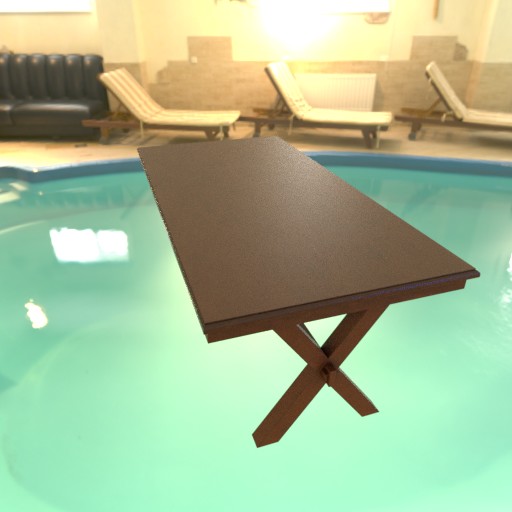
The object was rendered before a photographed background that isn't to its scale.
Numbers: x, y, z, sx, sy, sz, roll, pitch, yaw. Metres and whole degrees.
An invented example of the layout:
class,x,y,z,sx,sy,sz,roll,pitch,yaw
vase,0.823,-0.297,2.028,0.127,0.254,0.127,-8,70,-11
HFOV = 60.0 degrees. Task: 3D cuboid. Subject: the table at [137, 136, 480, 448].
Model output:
class,x,y,z,sx,sy,sz,roll,pitch,yaw
table,0.000,0.000,1.453,0.594,0.459,1.197,-9,31,-16
